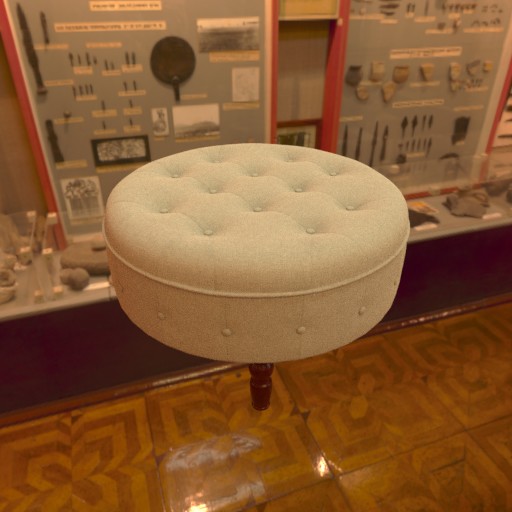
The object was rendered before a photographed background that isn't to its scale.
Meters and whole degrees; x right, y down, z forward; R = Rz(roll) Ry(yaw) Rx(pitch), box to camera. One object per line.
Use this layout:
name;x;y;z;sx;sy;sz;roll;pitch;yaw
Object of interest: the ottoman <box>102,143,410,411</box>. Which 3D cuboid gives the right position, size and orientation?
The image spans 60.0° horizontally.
ottoman;0.000;0.000;1.359;0.849;0.478;0.849;0;32;0
